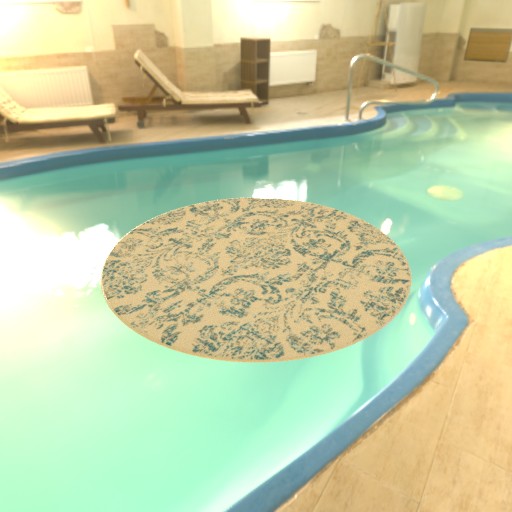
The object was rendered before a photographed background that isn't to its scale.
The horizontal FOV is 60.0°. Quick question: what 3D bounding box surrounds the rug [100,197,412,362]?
[{"bbox_3d":[0.000,0.000,2.370,1.593,0.012,1.593,0,30,0],"label":"rug"}]
